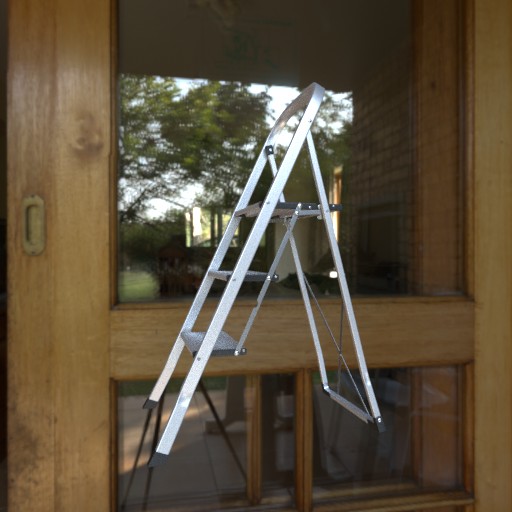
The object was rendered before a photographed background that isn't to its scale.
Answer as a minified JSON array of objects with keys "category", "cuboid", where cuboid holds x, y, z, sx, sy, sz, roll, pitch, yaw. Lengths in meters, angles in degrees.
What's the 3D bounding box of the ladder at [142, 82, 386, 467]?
[{"category":"ladder","cuboid":[0.000,0.000,1.440,0.704,1.070,0.465,0,0,-16]}]
